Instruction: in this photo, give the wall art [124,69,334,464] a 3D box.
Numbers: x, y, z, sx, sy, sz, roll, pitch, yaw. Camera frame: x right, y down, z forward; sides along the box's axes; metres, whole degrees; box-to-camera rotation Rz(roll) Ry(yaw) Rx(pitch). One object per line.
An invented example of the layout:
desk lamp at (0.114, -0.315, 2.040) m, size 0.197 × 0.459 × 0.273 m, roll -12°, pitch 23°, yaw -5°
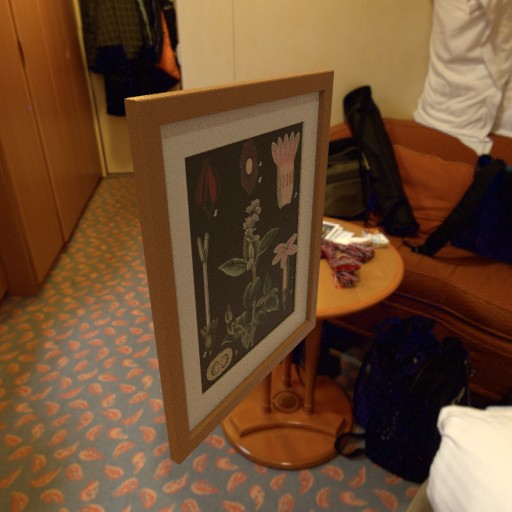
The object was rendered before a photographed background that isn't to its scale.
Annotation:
wall art at (0.000, 0.000, 0.512) m, size 0.015 × 0.379 × 0.310 m, roll 18°, pitch 32°, yaw 31°
